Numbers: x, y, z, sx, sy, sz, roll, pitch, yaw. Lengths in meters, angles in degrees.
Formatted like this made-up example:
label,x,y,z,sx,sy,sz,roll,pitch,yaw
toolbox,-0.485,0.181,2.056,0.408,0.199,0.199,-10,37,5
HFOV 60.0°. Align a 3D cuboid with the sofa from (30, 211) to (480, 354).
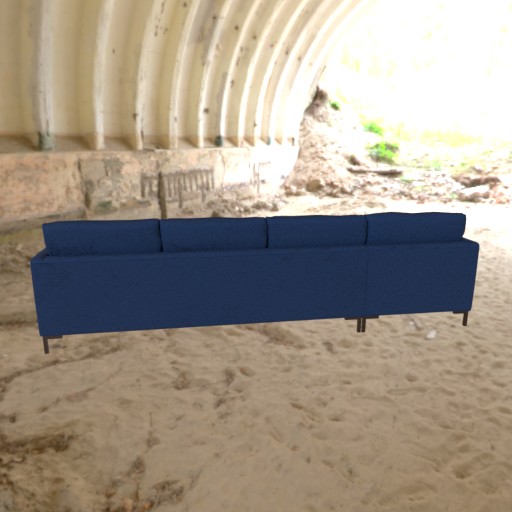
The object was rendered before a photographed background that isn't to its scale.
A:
label,x,y,z,sx,sy,sz,roll,pitch,yaw
sofa,0.000,0.000,2.900,2.450,0.679,1.128,-2,15,-9
